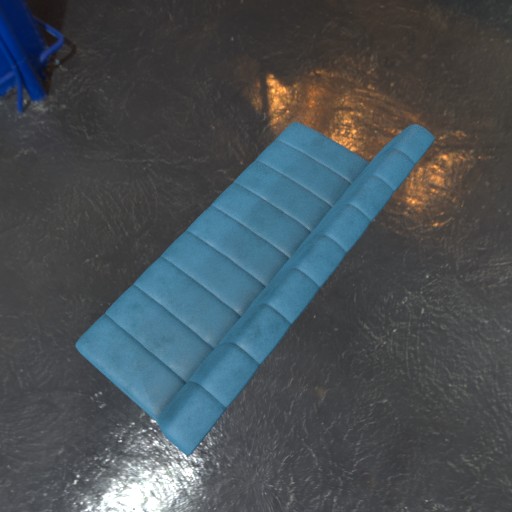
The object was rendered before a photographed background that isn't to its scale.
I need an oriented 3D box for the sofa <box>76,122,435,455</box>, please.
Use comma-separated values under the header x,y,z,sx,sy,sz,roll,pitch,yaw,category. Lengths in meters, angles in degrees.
x,y,z,sx,sy,sz,roll,pitch,yaw,category
0.000,0.000,2.289,0.830,0.825,1.810,35,68,16,sofa
